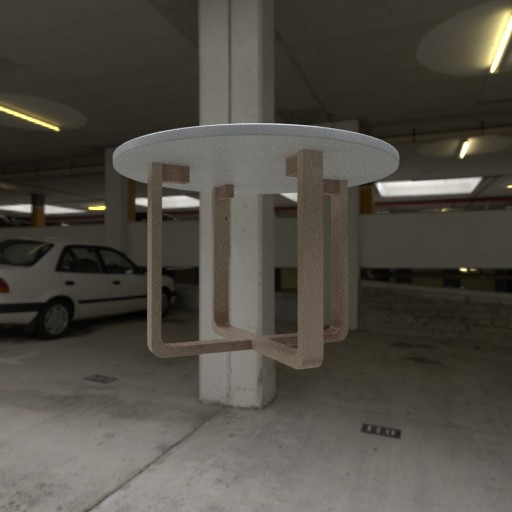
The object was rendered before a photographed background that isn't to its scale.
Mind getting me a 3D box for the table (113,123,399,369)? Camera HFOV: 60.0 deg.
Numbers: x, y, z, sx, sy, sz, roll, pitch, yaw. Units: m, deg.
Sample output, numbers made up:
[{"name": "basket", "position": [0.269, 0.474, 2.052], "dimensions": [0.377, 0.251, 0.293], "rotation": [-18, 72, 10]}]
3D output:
[{"name": "table", "position": [0.000, 0.000, 0.974], "dimensions": [0.600, 0.400, 0.600], "rotation": [0, -1, 0]}]
